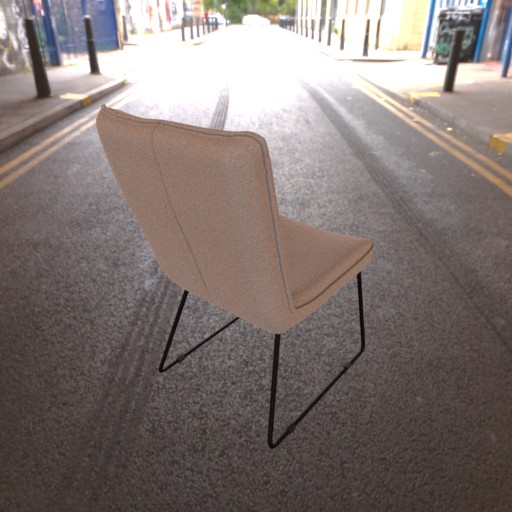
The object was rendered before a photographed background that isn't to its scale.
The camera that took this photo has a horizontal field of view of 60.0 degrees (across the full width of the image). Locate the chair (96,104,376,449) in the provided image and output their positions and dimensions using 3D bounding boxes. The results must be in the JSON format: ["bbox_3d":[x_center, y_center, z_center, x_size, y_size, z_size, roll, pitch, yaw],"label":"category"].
[{"bbox_3d":[0.000,0.000,1.363,0.515,0.930,0.688,21,35,34],"label":"chair"}]
